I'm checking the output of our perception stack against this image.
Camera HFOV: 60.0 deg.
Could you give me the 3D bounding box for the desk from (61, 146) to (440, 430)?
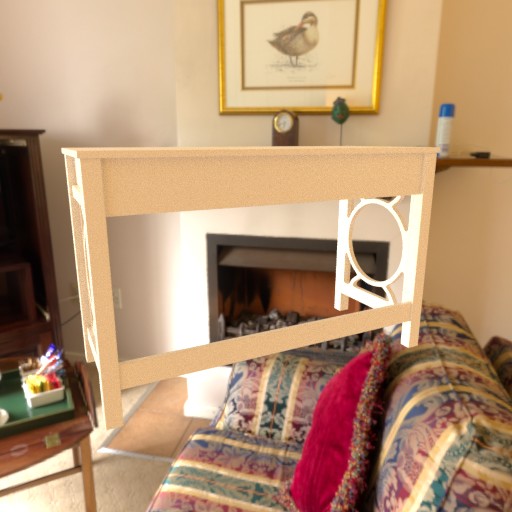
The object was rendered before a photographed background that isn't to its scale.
[{"bbox_3d":[0.000,0.000,1.604,1.191,0.762,0.504,-7,16,-26],"label":"desk"}]
